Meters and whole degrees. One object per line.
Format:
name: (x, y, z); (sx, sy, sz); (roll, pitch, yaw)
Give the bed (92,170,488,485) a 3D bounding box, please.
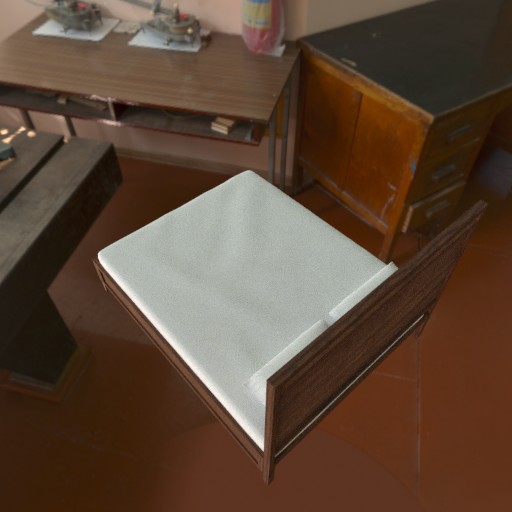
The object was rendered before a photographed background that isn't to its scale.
bed: (0.000, 0.000, 3.374); (1.765, 1.487, 2.218); (-34, 56, -26)
